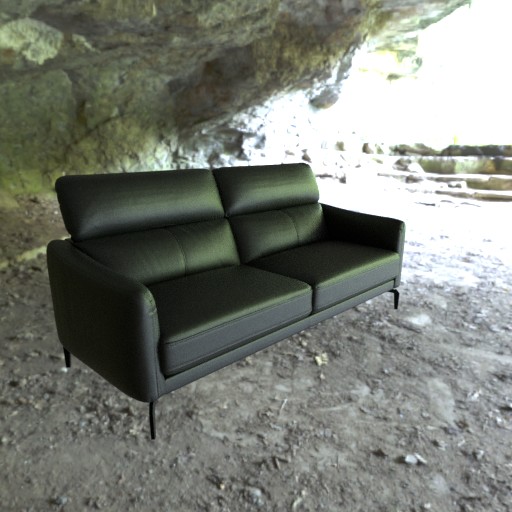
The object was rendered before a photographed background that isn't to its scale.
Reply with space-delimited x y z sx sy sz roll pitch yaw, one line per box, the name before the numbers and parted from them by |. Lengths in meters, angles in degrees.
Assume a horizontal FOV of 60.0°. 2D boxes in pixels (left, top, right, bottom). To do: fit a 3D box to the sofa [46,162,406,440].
sofa | 0.000 0.000 2.514 0.856 0.957 2.069 14 20 43
